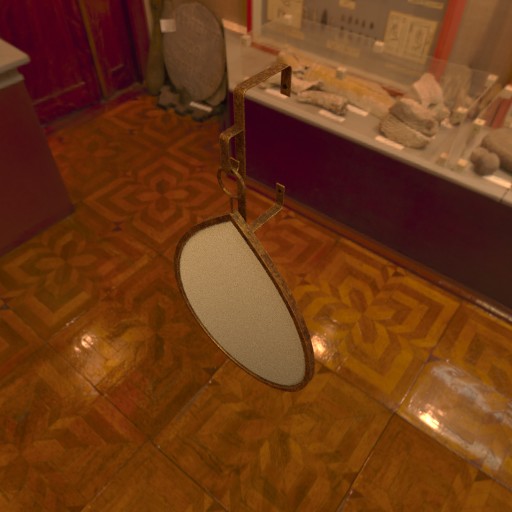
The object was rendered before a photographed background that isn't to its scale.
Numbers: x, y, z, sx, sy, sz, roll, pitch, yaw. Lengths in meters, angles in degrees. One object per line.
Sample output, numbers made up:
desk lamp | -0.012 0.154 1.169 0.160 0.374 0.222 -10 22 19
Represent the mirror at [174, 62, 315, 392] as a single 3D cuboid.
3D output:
mirror | 0.000 0.000 0.902 0.405 0.744 0.144 33 56 26
